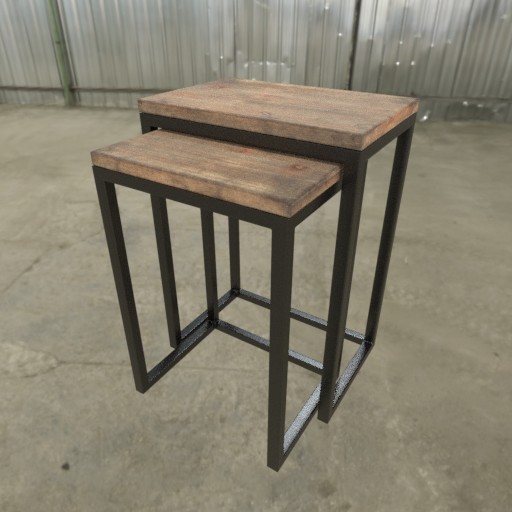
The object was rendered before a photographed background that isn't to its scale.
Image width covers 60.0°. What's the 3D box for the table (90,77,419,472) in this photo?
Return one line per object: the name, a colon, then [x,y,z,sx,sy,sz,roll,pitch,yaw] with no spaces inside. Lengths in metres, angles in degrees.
table: [0.000,0.000,0.937,0.456,0.615,0.460,20,36,29]
